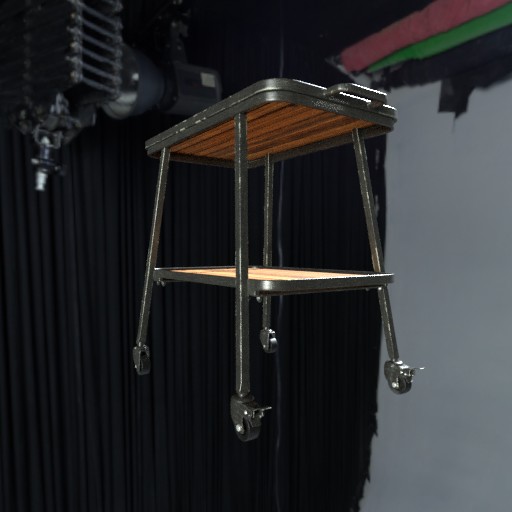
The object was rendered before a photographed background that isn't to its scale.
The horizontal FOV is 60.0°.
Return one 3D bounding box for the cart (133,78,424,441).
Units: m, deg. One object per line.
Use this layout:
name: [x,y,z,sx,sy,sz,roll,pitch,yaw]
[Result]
cart: [0.000,0.000,1.238,0.515,0.700,0.806,-1,1,-35]
